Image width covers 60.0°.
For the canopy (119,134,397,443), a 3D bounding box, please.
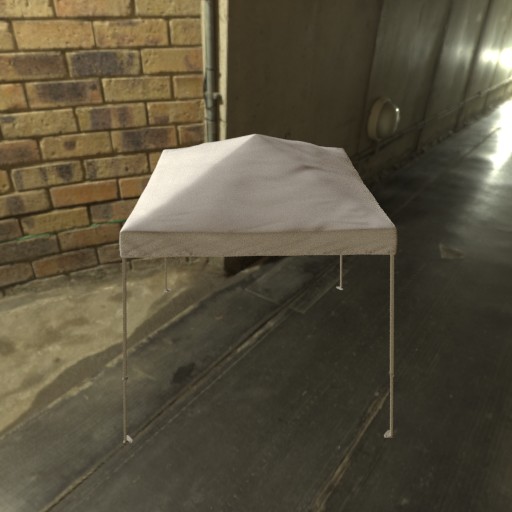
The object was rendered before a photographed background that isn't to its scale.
[{"bbox_3d":[0.000,0.000,6.567,3.600,3.600,3.599,-1,30,-1],"label":"canopy"}]
